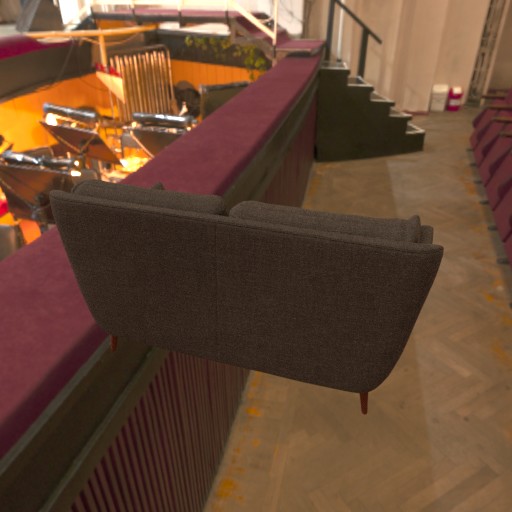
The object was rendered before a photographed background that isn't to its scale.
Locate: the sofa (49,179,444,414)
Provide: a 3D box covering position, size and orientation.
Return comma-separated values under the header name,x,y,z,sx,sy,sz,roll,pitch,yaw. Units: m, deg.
name,x,y,z,sx,sy,sz,roll,pitch,yaw
sofa,0.000,0.000,2.200,1.646,0.887,0.976,9,32,15
